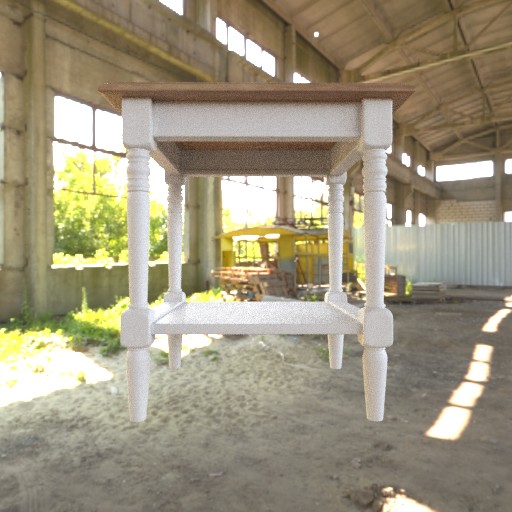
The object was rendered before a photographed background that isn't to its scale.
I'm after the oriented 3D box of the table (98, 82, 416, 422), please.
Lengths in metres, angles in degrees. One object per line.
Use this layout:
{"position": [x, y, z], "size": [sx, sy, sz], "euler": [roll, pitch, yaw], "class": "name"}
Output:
{"position": [0.000, 0.000, 0.935], "size": [0.508, 0.561, 0.457], "euler": [0, 0, 0], "class": "table"}
